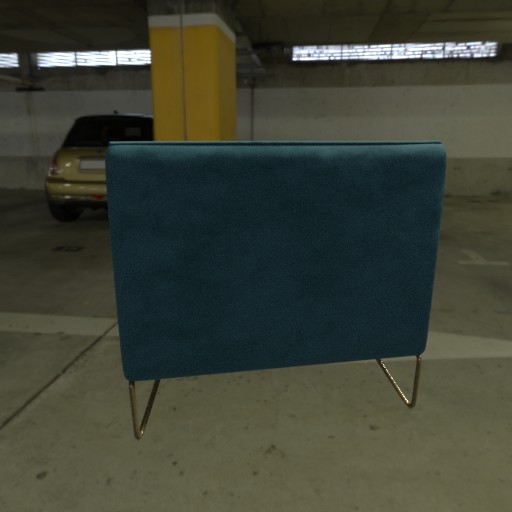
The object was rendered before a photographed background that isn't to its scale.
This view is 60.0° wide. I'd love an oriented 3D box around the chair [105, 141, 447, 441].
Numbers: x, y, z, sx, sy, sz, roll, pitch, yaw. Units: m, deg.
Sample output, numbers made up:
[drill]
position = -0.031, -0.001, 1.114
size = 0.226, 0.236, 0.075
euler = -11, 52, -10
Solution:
[chair]
position = 0.000, 0.000, 1.575
size = 0.880, 0.790, 0.894
euler = -3, 15, -10
